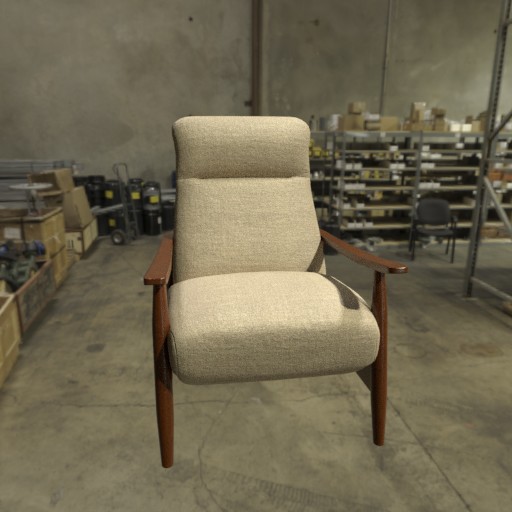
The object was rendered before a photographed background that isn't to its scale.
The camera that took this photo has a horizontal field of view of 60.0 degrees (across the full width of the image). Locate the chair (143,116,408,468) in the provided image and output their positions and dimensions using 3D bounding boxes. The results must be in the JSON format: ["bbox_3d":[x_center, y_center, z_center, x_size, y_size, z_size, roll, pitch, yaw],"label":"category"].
[{"bbox_3d":[0.000,0.000,1.745,0.762,1.082,1.014,-2,16,-8],"label":"chair"}]
